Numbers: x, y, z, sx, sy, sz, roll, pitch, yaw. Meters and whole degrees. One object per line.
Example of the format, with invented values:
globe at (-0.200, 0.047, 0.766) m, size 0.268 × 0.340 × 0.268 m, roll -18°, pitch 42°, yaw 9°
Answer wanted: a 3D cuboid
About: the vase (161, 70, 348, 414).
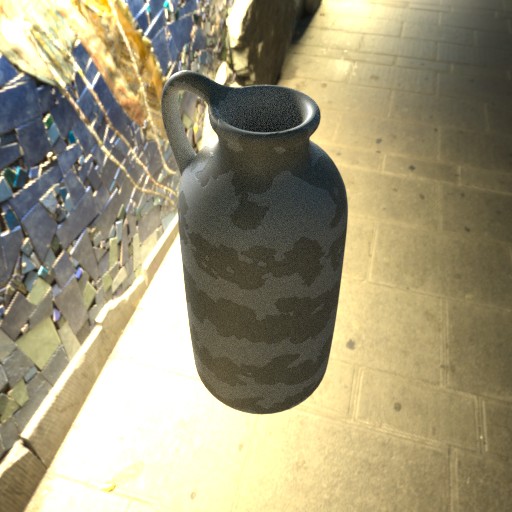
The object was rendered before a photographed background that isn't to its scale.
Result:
vase at (0.000, 0.000, 0.490) m, size 0.203 × 0.382 × 0.186 m, roll 22°, pitch 49°, yaw 20°
